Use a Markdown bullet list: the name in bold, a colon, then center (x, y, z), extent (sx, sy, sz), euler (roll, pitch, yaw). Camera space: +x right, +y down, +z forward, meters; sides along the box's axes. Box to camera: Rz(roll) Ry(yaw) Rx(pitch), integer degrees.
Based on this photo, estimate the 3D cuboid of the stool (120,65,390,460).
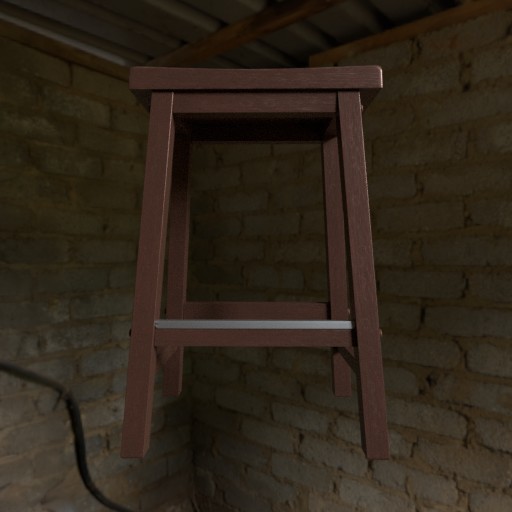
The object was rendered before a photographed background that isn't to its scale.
- **stool**: center (0.000, 0.000, 0.824), extent (0.406, 0.610, 0.322), euler (0, 1, 1)
